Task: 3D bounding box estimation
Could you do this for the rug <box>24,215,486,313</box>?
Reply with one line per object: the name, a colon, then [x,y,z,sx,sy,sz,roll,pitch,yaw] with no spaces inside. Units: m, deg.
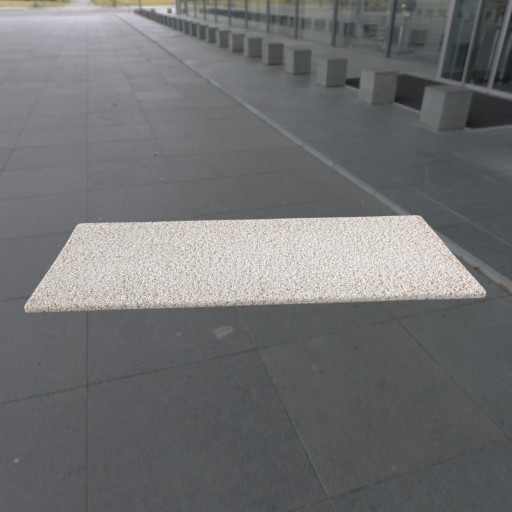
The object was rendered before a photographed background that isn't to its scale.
rug: [0.000,0.000,1.714,1.524,0.030,0.609,-2,30,-3]
